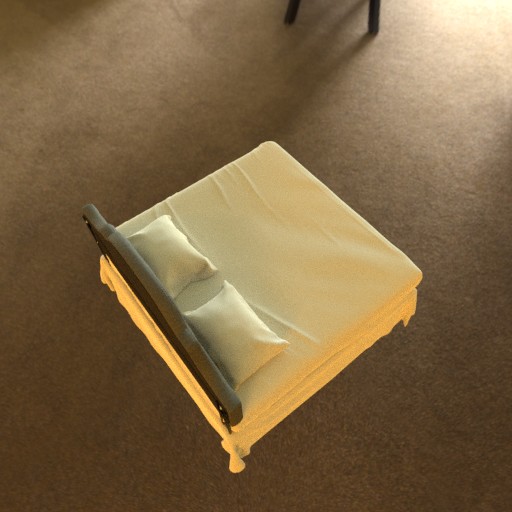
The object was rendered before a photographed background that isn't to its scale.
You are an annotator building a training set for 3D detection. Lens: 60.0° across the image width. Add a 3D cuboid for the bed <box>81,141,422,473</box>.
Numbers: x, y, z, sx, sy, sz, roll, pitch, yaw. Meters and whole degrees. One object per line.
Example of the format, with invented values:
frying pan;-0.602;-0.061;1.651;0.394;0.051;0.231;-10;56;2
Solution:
bed;0.000;0.000;3.697;2.222;1.631;2.303;-34;64;-19
